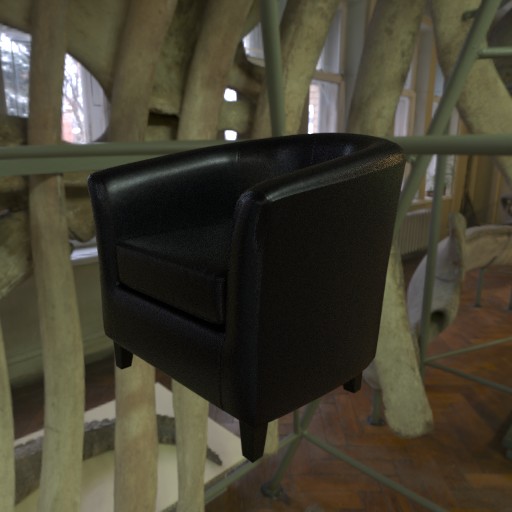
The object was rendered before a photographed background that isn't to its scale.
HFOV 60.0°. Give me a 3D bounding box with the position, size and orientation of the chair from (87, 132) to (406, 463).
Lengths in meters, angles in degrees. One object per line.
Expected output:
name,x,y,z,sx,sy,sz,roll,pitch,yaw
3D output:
chair,0.000,0.000,1.385,0.727,0.756,0.793,-13,19,-43
